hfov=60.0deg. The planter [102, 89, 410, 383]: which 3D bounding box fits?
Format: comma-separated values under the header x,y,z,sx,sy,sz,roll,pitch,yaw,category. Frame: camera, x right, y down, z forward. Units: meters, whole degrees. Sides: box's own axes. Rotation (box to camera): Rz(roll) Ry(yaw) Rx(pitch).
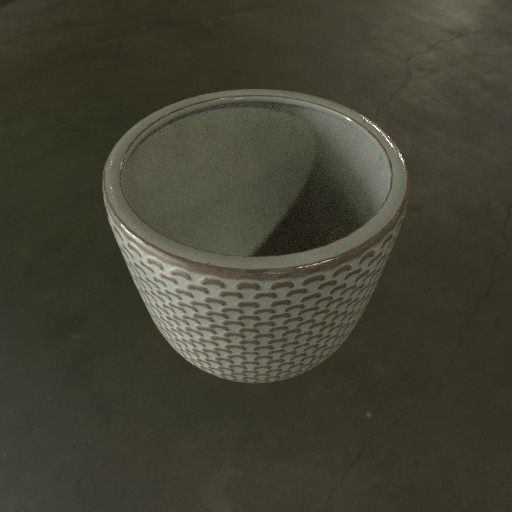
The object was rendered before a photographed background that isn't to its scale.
x,y,z,sx,sy,sz,roll,pitch,yaw,category
0.000,0.000,0.249,0.139,0.130,0.139,0,47,0,planter
